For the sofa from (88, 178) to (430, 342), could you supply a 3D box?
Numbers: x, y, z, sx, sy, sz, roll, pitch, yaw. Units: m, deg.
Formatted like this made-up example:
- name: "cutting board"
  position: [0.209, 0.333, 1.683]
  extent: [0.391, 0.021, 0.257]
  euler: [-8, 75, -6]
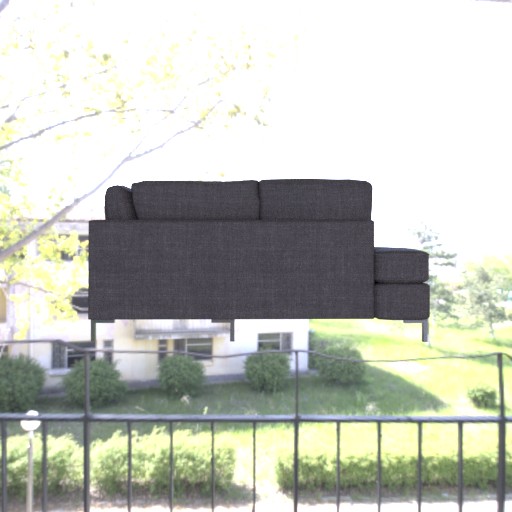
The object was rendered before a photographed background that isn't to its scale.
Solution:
- name: "sofa"
  position: [0.000, 0.000, 4.320]
  extent: [2.048, 0.999, 3.423]
  euler: [0, 0, -1]
